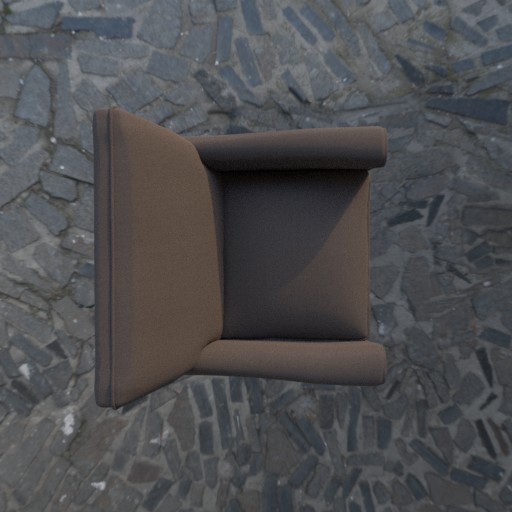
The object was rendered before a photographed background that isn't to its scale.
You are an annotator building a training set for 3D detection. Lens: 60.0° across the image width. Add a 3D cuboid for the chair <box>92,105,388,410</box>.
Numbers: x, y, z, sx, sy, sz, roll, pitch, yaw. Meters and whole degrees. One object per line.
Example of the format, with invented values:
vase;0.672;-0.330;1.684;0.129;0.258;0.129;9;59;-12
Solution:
chair;0.000;0.000;1.569;0.831;0.911;0.836;0;91;0
